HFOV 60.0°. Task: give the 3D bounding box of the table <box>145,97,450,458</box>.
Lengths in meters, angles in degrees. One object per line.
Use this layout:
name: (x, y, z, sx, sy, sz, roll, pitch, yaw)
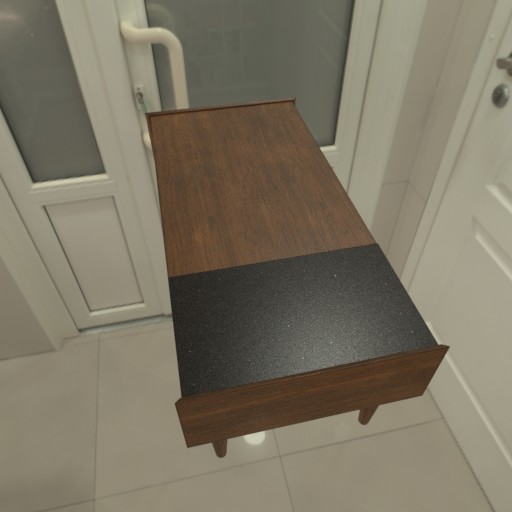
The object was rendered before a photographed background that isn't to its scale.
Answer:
table: (0.000, 0.000, 1.536, 0.610, 0.508, 1.221, -9, 46, -9)
